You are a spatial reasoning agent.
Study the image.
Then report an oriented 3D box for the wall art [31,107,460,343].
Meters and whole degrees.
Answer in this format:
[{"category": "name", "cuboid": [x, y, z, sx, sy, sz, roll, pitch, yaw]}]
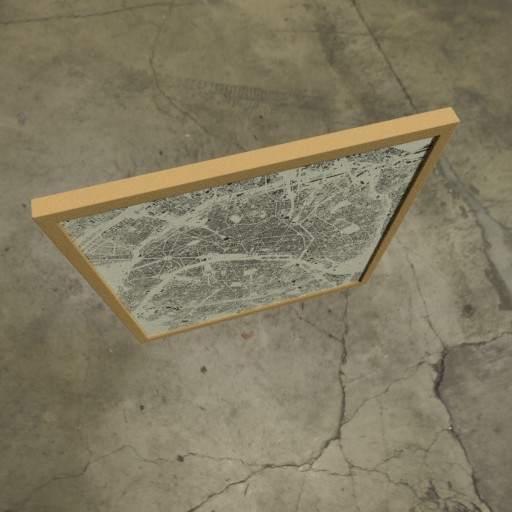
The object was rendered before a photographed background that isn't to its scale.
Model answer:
[{"category": "wall art", "cuboid": [0.000, 0.000, 1.109, 0.761, 0.761, 0.037, -14, 64, -7]}]
